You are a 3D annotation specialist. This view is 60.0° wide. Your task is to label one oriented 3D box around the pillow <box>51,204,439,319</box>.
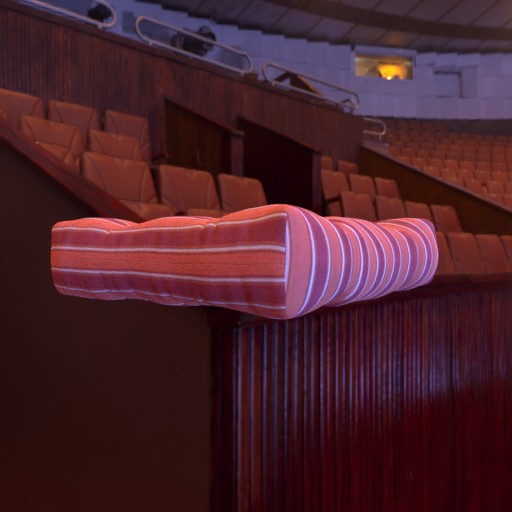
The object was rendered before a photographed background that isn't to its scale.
[{"bbox_3d":[0.000,0.000,0.734,0.468,0.133,0.490,0,1,37],"label":"pillow"}]
